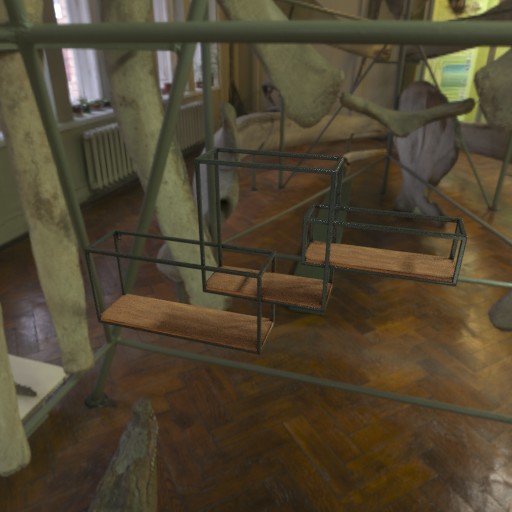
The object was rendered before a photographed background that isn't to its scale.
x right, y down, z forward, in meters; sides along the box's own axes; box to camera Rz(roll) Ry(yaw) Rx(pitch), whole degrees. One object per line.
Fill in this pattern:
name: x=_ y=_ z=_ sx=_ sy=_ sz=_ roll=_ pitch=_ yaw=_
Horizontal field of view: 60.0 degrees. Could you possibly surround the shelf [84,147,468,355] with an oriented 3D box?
shelf: x=0.000 y=0.000 z=2.157 sx=1.781 sy=0.972 sz=0.275 roll=8 pitch=28 yaw=16
